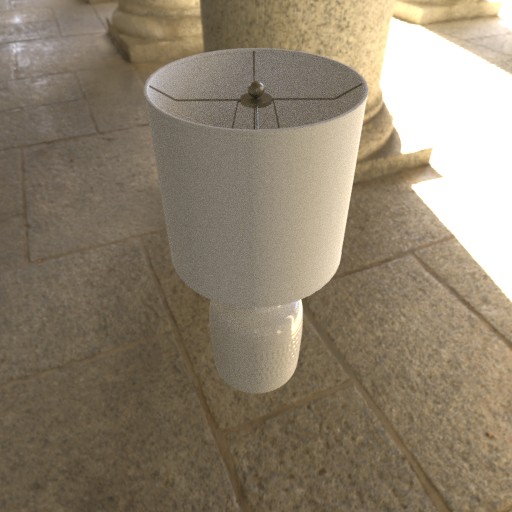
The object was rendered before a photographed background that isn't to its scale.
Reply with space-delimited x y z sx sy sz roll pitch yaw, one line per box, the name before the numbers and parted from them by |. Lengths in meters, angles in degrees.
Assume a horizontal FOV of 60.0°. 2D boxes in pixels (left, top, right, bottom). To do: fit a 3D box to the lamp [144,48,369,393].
lamp | 0.000 0.000 0.505 0.188 0.392 0.188 27 48 27
